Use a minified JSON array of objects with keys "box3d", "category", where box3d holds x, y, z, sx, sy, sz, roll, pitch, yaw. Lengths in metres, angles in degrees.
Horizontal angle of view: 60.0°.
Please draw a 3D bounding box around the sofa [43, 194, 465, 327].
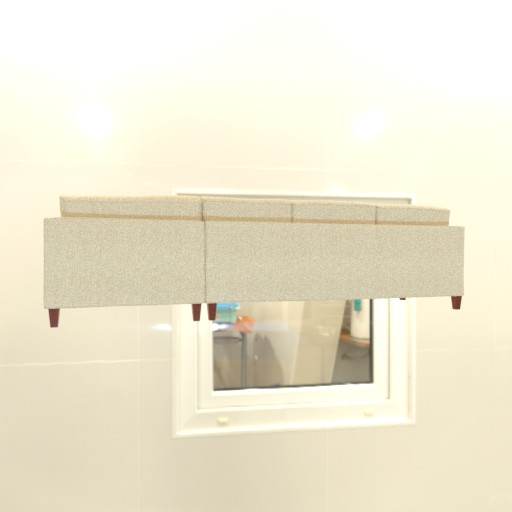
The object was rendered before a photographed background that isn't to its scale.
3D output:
[{"box3d":[0.000,0.000,4.215,3.471,0.954,1.603,0,1,-17],"category":"sofa"}]
